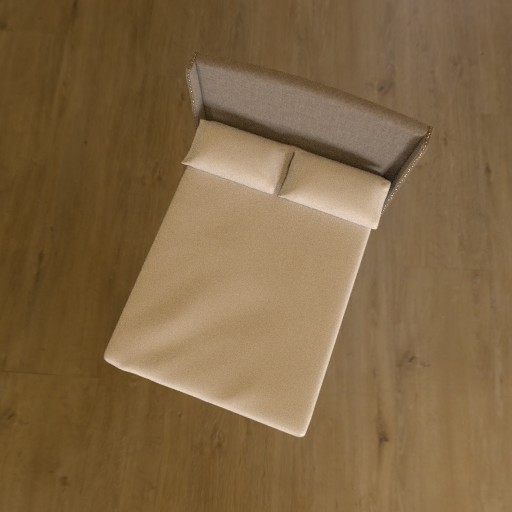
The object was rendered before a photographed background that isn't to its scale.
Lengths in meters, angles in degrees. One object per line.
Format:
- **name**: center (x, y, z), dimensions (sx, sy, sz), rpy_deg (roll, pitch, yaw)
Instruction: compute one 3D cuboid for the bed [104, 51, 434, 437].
- **bed**: center (0.000, 0.000, 3.342), dimensions (1.710, 1.407, 2.237), rpy_deg (20, 76, 5)
